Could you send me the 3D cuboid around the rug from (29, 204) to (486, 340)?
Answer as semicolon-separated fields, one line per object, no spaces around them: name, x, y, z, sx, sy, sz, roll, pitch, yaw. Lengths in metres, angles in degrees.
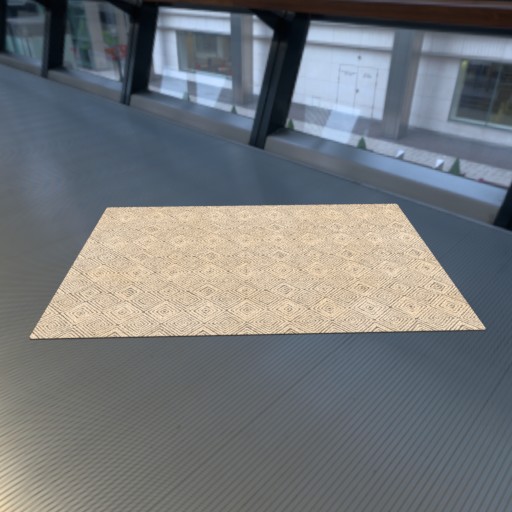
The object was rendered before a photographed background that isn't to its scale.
rug;0.000;0.000;2.228;1.783;0.008;1.175;-1;31;-1
